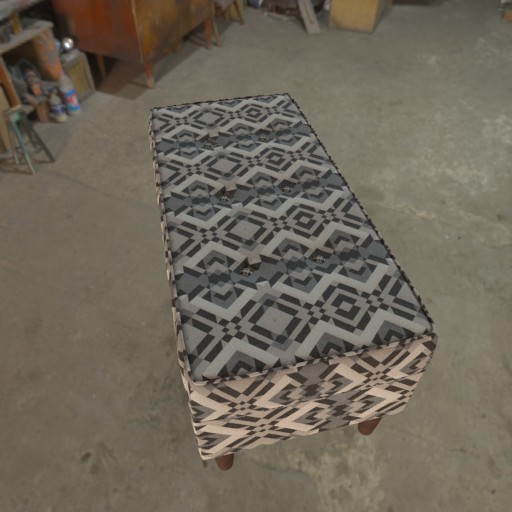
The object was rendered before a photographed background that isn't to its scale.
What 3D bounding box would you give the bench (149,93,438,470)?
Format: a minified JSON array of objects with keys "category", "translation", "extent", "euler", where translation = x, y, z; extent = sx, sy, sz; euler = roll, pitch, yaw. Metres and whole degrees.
[{"category":"bench","translation":[0.000,0.000,1.276],"extent":[0.492,0.477,1.016],"euler":[-10,47,-9]}]
